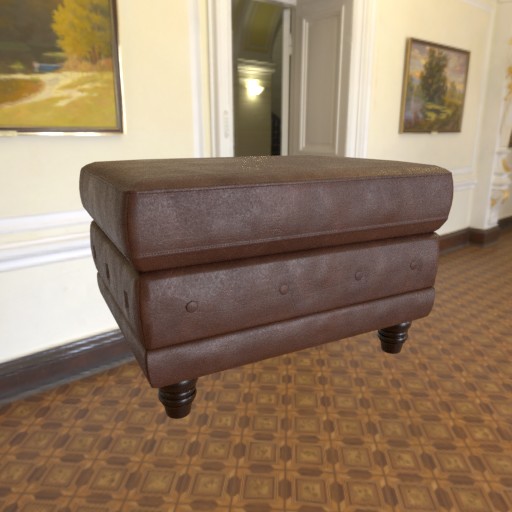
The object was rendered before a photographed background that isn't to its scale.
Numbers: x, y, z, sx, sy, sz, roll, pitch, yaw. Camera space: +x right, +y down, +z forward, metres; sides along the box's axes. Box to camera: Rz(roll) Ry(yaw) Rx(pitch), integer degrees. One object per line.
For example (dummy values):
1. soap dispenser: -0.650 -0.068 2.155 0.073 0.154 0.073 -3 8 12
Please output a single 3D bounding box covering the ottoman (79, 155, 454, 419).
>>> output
1. ottoman: 0.000 0.000 1.190 0.795 0.509 0.588 -8 17 -27
